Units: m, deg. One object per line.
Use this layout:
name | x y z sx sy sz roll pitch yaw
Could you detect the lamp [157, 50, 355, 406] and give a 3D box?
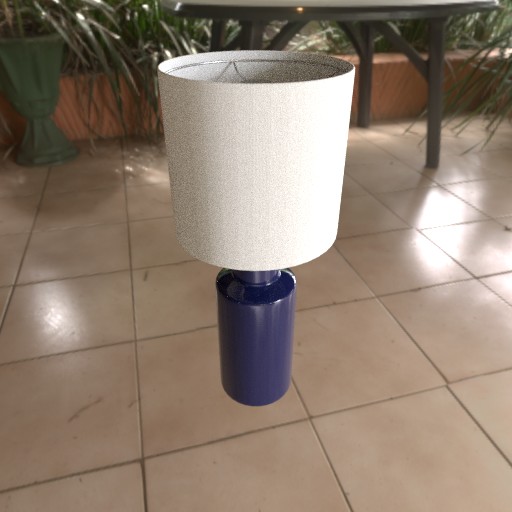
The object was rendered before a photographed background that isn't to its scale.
lamp | 0.000 0.000 0.613 0.212 0.493 0.212 -9 33 -14
